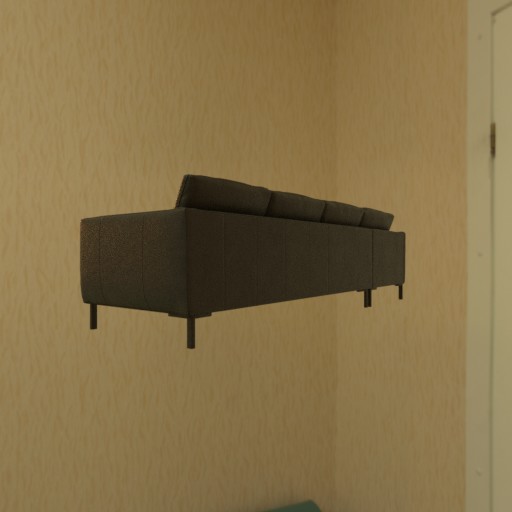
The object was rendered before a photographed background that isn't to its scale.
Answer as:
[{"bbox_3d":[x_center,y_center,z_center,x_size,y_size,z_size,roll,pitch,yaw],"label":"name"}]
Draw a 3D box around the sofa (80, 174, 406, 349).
[{"bbox_3d":[0.000,0.000,3.637,1.471,0.859,2.993,0,0,37],"label":"sofa"}]
